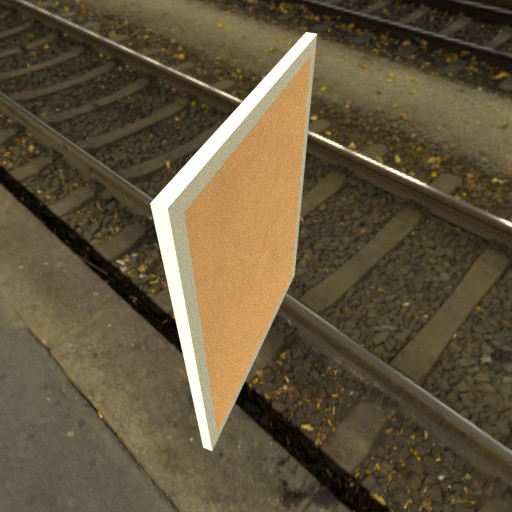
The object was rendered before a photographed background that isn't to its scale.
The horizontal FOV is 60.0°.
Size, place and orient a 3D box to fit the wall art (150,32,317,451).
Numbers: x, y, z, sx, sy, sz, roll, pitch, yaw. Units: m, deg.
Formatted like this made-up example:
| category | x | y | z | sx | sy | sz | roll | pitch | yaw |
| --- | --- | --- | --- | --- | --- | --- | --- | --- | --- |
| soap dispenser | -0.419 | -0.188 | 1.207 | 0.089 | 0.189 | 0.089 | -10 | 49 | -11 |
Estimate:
| category | x | y | z | sx | sy | sz | roll | pitch | yaw |
| --- | --- | --- | --- | --- | --- | --- | --- | --- | --- |
| wall art | 0.000 | 0.000 | 1.076 | 0.026 | 0.811 | 0.661 | 16 | 48 | 15 |
